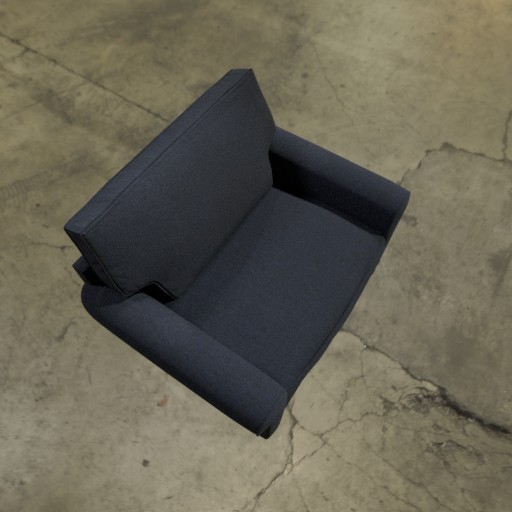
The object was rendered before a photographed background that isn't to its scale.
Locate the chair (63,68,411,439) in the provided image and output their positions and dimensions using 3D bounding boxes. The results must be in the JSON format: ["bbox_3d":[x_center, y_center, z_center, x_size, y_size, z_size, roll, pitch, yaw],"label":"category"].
[{"bbox_3d":[0.000,0.000,2.003,0.963,1.044,1.285,30,64,16],"label":"chair"}]
